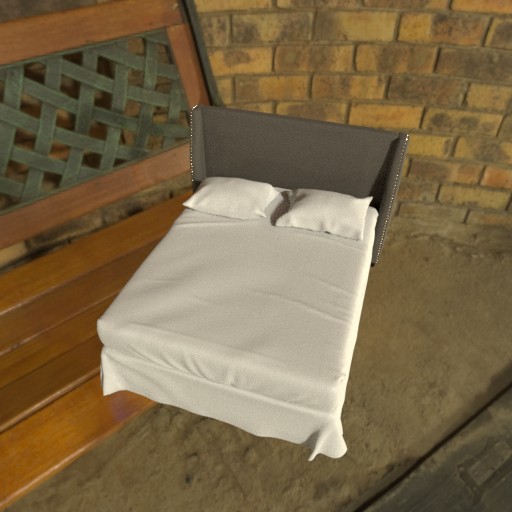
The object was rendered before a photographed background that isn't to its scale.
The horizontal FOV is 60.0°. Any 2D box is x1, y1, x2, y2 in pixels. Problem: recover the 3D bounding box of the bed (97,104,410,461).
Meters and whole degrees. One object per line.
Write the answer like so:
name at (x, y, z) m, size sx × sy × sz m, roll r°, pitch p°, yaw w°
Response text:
bed at (0.000, 0.000, 3.461) m, size 1.925 × 1.332 × 2.276 m, roll 12°, pitch 43°, yaw 13°
